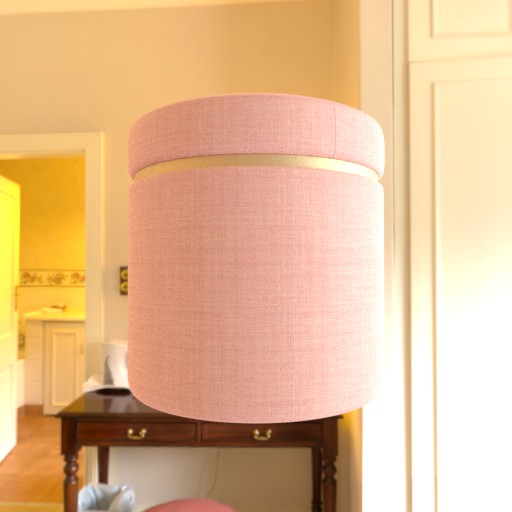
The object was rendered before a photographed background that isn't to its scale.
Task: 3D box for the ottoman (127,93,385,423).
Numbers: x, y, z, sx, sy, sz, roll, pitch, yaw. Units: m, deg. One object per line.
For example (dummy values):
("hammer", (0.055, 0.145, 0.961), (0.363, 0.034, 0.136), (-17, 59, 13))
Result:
("ottoman", (0.000, 0.000, 0.715), (0.400, 0.406, 0.400), (0, -1, 0))
